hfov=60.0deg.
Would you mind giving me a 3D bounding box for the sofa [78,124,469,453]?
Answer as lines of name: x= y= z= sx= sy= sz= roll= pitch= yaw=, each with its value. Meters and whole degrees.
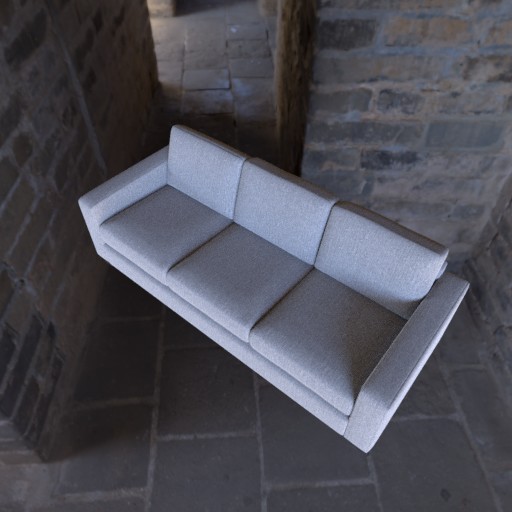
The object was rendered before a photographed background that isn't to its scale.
sofa: x=0.000 y=0.000 z=2.594 sx=2.120 sy=0.800 sz=0.900 roll=31 pitch=54 yaw=26
